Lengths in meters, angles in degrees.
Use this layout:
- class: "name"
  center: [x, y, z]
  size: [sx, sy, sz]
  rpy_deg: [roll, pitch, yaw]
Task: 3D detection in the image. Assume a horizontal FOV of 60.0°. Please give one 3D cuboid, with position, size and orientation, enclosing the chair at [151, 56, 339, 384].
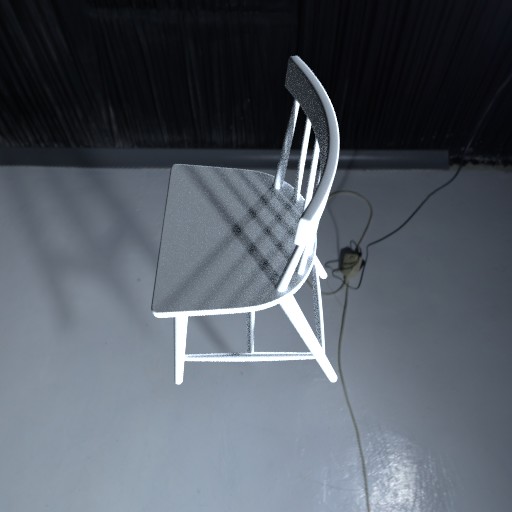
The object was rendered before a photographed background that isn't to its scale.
- class: "chair"
  center: [0.000, 0.000, 1.277]
  size: [0.572, 0.952, 0.483]
  rpy_deg: [0, 57, 0]
